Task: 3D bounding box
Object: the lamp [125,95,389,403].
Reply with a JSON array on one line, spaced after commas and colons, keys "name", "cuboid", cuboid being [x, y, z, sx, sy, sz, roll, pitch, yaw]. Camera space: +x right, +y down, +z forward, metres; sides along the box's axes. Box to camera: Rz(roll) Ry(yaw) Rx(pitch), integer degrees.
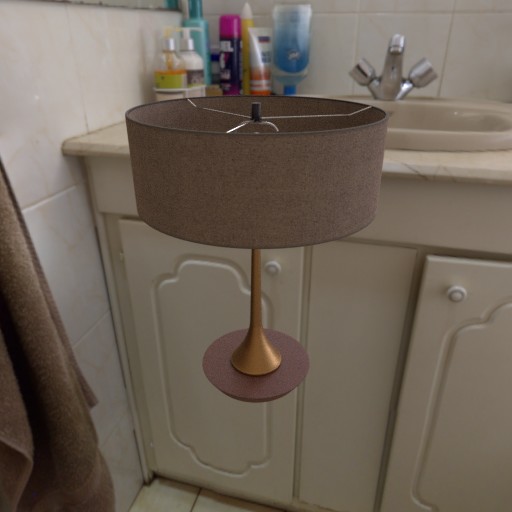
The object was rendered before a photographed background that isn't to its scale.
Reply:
[{"name": "lamp", "cuboid": [0.000, 0.000, 0.837, 0.417, 0.551, 0.396, 8, 27, 16]}]
